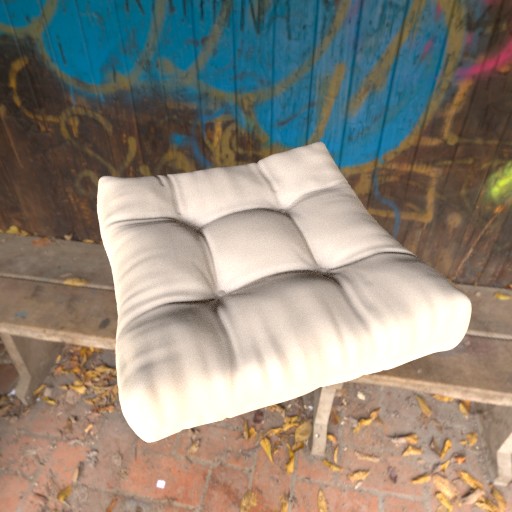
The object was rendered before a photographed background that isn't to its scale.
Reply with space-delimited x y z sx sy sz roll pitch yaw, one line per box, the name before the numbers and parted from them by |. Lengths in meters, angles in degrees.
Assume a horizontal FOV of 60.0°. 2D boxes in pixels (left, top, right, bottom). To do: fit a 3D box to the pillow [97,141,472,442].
pillow | 0.000 0.000 0.715 0.468 0.128 0.490 -13 42 -14
